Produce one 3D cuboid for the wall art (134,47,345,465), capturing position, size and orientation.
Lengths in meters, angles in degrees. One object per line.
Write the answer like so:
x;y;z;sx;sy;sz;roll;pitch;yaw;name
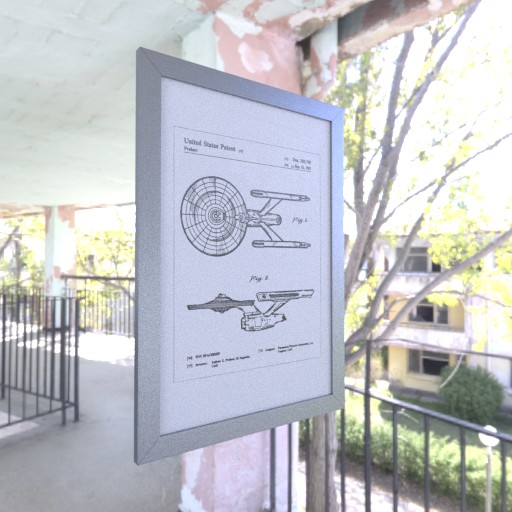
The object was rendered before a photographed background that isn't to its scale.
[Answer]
0.000;0.000;0.675;0.376;0.529;0.013;1;-1;-36;wall art
